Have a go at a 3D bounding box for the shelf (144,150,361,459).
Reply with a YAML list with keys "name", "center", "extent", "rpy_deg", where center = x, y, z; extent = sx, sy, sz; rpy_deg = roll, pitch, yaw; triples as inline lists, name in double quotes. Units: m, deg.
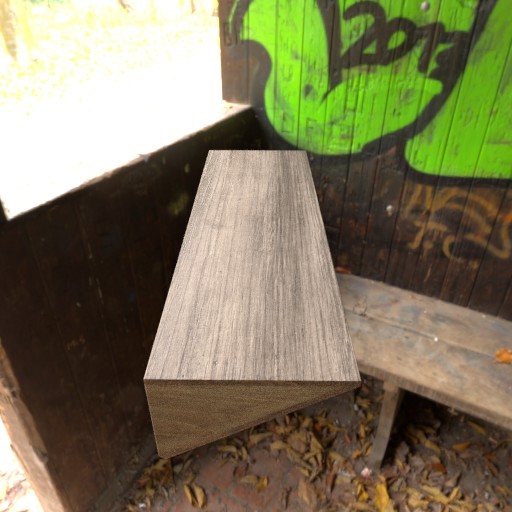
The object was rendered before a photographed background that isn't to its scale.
- name: "shelf"
  center: [0.000, 0.000, 0.696]
  extent: [0.200, 0.125, 0.610]
  rpy_deg: [0, 33, 1]
